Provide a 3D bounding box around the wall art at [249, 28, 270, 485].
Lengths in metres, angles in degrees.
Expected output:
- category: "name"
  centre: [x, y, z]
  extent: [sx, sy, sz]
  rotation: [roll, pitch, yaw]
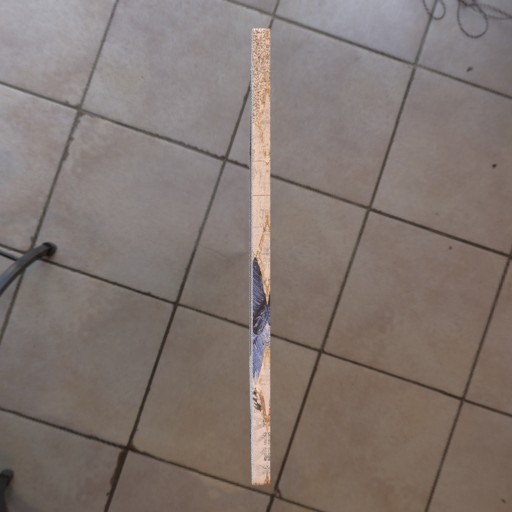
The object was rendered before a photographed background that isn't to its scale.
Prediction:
- category: "wall art"
  centre: [0.000, 0.000, 1.335]
  extent: [0.039, 0.914, 0.912]
  rotation: [0, 90, -1]
